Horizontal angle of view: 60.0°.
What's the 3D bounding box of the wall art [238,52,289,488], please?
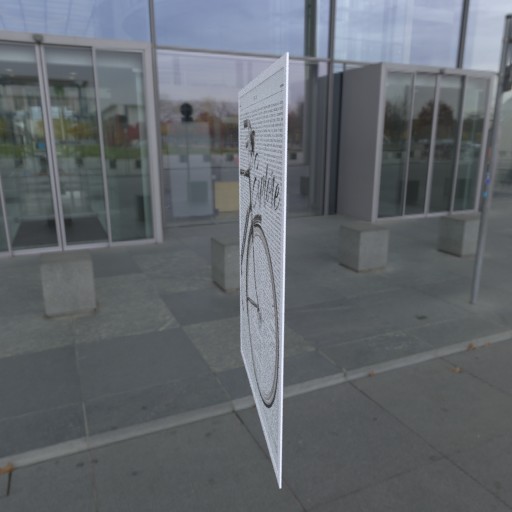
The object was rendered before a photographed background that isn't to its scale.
[{"bbox_3d":[0.000,0.000,0.813,0.003,0.610,0.457,-2,15,-9],"label":"wall art"}]
